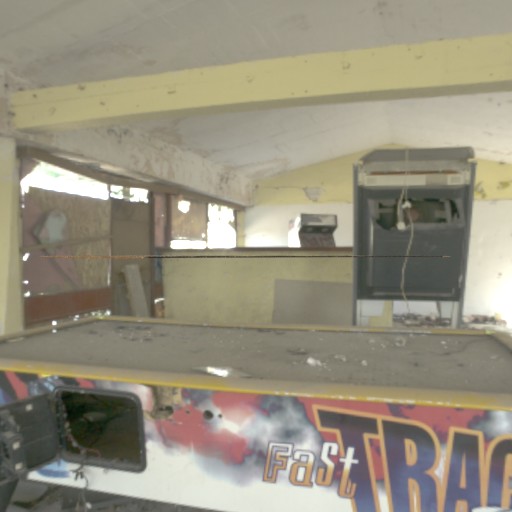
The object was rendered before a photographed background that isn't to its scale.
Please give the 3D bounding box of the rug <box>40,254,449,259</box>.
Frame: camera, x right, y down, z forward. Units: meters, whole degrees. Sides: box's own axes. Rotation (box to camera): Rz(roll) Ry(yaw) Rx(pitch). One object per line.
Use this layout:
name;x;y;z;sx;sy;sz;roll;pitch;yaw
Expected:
rug;0.000;0.000;1.899;1.541;0.013;0.920;0;0;-37
